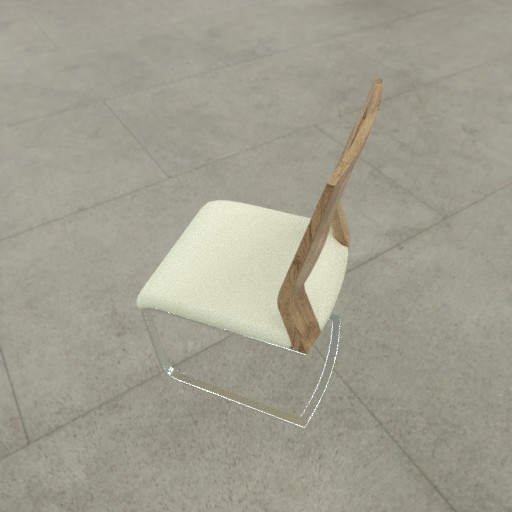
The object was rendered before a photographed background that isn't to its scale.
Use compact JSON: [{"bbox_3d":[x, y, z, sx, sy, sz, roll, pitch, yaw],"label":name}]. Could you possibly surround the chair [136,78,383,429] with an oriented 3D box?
[{"bbox_3d":[0.000,0.000,1.250,0.561,0.955,0.457,16,49,15],"label":"chair"}]
